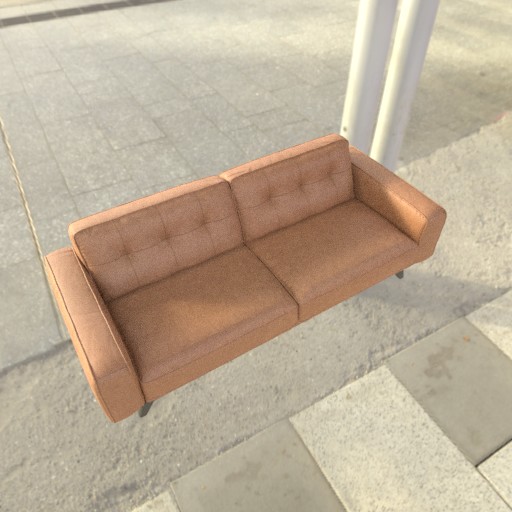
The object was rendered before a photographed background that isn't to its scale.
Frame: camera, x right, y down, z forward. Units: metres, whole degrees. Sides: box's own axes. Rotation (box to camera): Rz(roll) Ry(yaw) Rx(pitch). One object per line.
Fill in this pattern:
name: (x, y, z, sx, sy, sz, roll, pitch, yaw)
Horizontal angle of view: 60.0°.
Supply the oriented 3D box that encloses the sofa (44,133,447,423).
sofa: (0.000, 0.000, 2.739, 2.270, 0.780, 0.953, -24, 49, -22)
